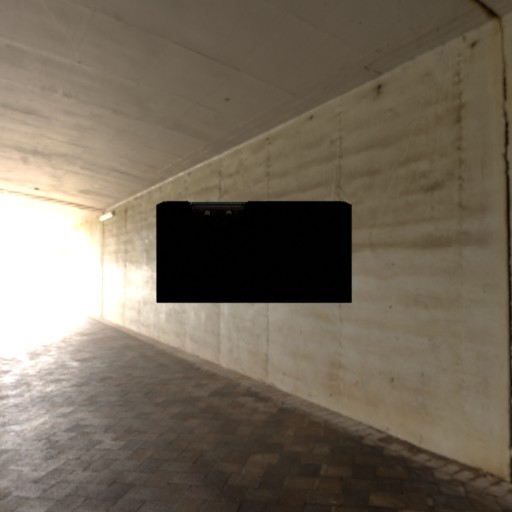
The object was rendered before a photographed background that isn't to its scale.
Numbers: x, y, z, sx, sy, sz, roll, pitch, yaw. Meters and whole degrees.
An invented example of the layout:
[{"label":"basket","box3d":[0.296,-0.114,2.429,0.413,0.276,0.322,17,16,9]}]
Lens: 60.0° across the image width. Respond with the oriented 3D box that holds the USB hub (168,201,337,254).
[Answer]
[{"label":"USB hub","box3d":[0.000,0.000,0.128,0.044,0.023,0.110,0,-2,1]}]
